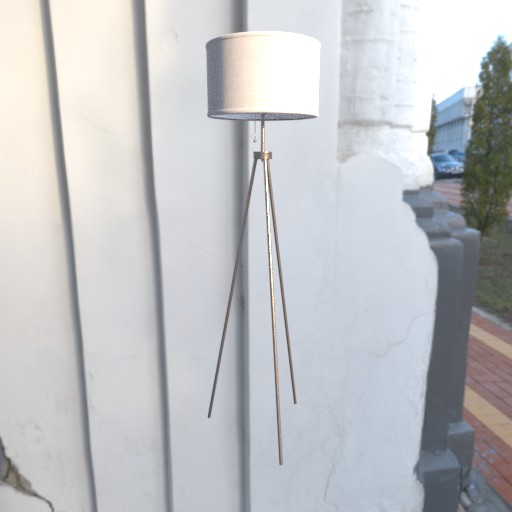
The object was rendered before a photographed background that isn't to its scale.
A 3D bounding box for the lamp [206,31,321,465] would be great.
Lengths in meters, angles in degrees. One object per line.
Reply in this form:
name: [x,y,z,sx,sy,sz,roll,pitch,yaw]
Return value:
lamp: [0.000,0.000,1.763,0.458,1.545,0.448,2,13,8]
